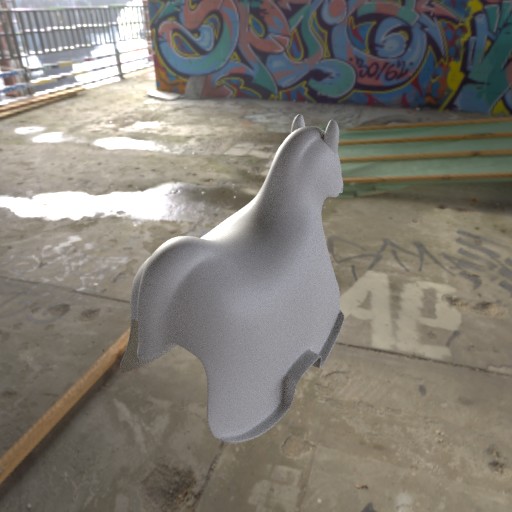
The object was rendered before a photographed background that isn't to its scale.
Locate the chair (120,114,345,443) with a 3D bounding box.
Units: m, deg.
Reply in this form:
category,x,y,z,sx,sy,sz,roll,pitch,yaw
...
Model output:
category,x,y,z,sx,sy,sz,roll,pitch,yaw
chair,0.000,0.000,1.157,0.429,0.612,0.800,21,36,31
